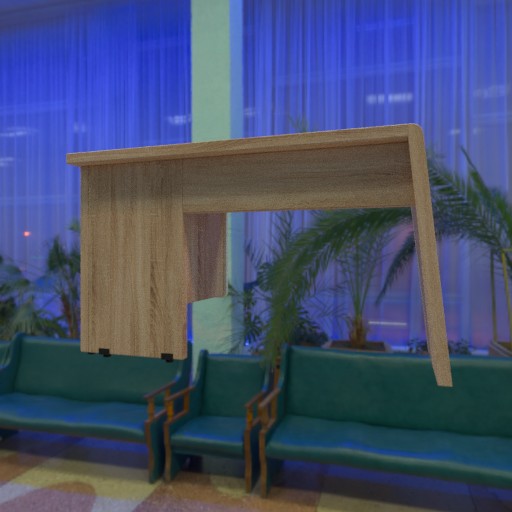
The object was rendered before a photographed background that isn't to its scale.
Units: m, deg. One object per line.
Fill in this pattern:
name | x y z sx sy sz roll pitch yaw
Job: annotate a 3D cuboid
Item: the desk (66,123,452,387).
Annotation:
desk | 0.000 0.000 1.657 1.300 0.750 0.500 0 0 18
